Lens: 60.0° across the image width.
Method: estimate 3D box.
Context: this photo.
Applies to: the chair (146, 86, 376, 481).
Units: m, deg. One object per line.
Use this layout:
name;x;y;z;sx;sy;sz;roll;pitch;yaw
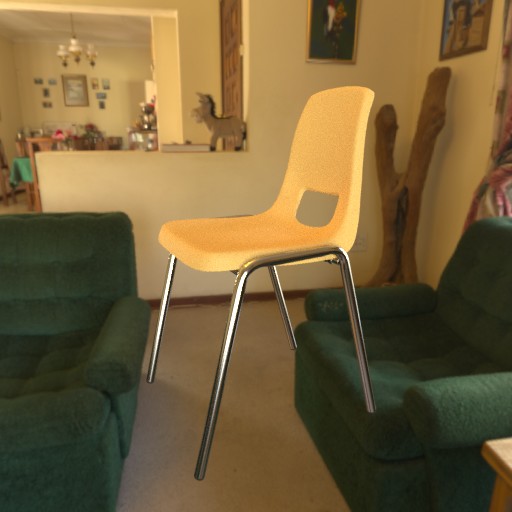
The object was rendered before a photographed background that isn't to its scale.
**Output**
chair;0.000;0.000;0.962;0.436;0.704;0.381;-8;18;-26
